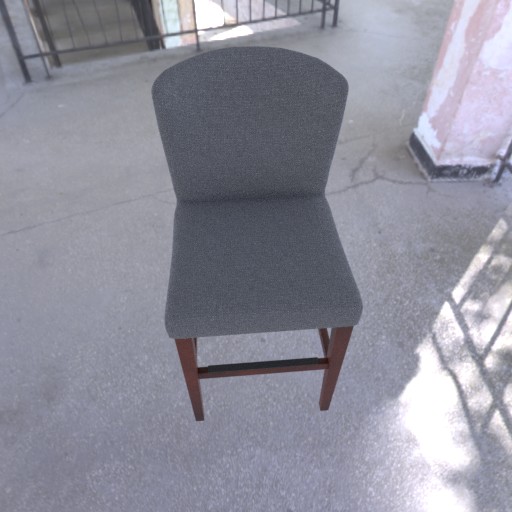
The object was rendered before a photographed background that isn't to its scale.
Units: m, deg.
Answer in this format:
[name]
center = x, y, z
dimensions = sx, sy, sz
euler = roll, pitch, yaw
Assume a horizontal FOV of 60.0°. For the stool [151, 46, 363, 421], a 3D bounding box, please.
[stool]
center = 0.000, 0.000, 1.277
dimensions = 0.479, 0.968, 0.568
euler = -4, 46, -3
